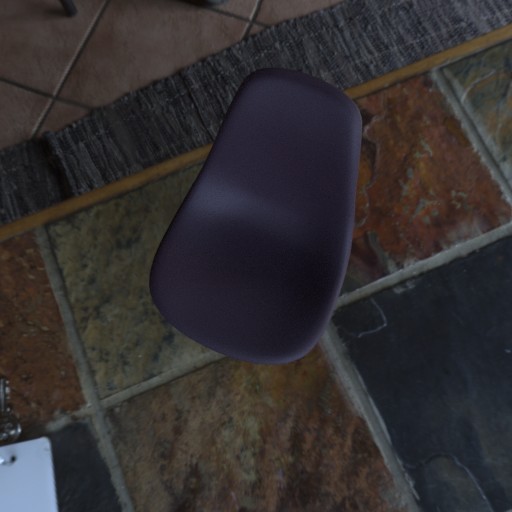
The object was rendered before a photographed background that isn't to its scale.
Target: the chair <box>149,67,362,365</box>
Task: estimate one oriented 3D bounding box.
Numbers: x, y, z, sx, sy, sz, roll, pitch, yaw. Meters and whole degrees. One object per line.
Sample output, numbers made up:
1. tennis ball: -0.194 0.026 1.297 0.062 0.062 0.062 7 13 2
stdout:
1. chair: 0.000 0.000 1.170 0.470 0.826 0.533 22 77 5
